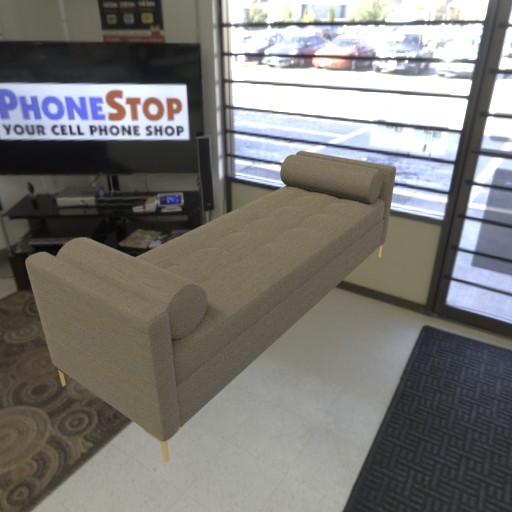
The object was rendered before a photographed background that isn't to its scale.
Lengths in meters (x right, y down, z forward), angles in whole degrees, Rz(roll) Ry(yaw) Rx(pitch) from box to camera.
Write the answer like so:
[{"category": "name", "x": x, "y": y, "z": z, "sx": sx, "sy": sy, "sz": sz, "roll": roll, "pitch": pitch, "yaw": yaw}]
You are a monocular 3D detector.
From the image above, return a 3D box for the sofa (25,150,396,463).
[{"category": "sofa", "x": 0.000, "y": 0.000, "z": 2.299, "sx": 0.686, "sy": 0.635, "sz": 1.981, "roll": 19, "pitch": 33, "yaw": 32}]
